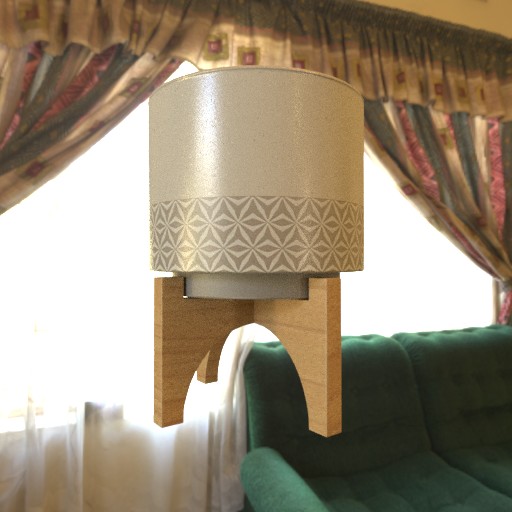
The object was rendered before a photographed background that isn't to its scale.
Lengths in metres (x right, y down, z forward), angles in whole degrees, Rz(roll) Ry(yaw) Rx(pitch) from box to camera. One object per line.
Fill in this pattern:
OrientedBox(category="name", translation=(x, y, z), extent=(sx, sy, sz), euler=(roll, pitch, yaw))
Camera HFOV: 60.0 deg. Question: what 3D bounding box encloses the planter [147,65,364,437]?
OrientedBox(category="planter", translation=(0.000, 0.000, 0.522), extent=(0.249, 0.343, 0.249), euler=(0, -1, 0))
